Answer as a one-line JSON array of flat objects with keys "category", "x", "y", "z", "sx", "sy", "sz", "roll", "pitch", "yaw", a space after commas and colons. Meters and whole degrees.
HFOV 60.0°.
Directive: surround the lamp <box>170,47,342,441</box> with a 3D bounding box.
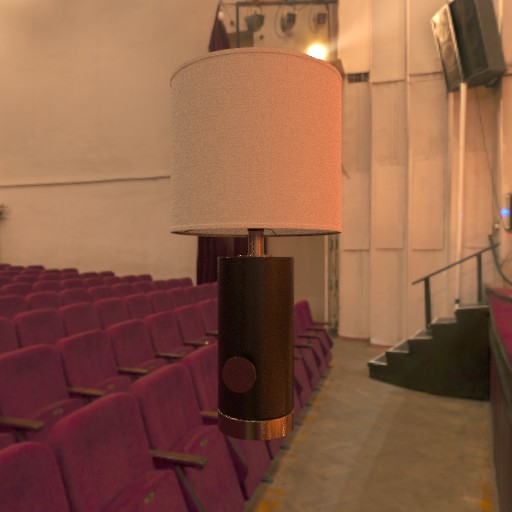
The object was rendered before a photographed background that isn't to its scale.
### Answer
[{"category": "lamp", "x": 0.000, "y": 0.000, "z": 0.632, "sx": 0.241, "sy": 0.482, "sz": 0.240, "roll": 0, "pitch": 0, "yaw": 17}]
